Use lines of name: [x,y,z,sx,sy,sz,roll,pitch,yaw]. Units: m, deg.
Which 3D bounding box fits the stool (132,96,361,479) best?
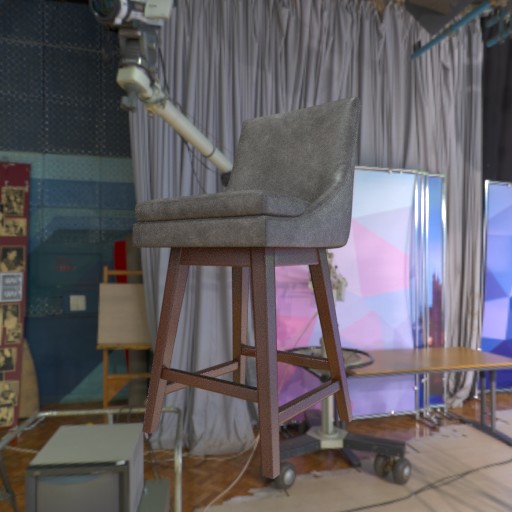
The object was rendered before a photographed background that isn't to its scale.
stool: [0.000,0.000,1.388,0.492,1.046,0.587,1,1,36]
